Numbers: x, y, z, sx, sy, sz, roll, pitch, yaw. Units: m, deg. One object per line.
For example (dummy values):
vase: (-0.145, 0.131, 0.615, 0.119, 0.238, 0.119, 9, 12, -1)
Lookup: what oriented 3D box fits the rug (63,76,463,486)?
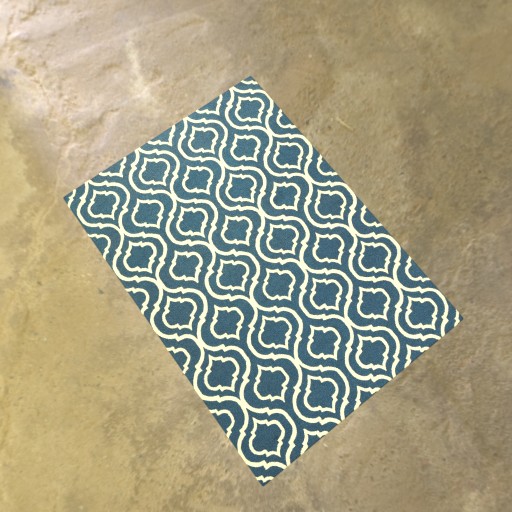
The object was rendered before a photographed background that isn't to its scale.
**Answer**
rug: (0.000, 0.000, 2.766, 1.524, 0.010, 2.134, -36, 78, -9)
